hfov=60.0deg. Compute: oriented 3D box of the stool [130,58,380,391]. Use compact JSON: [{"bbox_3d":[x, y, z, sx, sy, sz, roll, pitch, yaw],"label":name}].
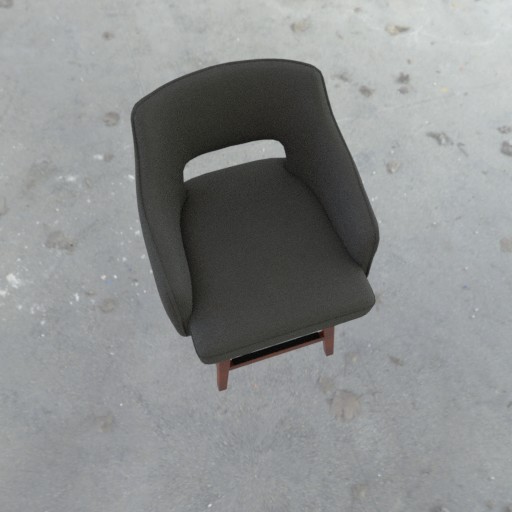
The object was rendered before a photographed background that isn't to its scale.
[{"bbox_3d":[0.000,0.000,1.281,0.548,0.912,0.558,-16,65,-8],"label":"stool"}]
